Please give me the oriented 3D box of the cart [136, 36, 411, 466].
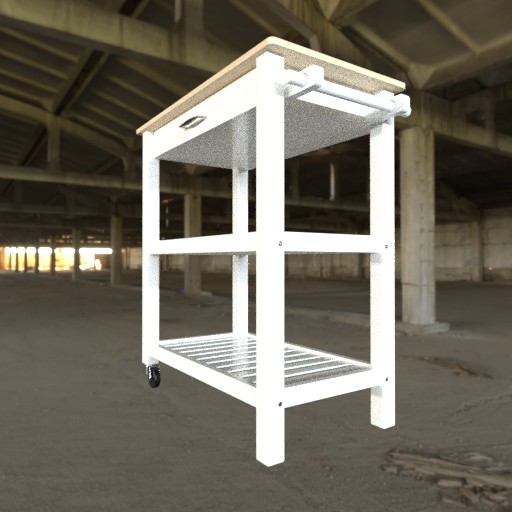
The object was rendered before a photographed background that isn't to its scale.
[{"bbox_3d":[0.000,0.000,1.383,0.457,0.927,0.899,0,-1,-34],"label":"cart"}]
